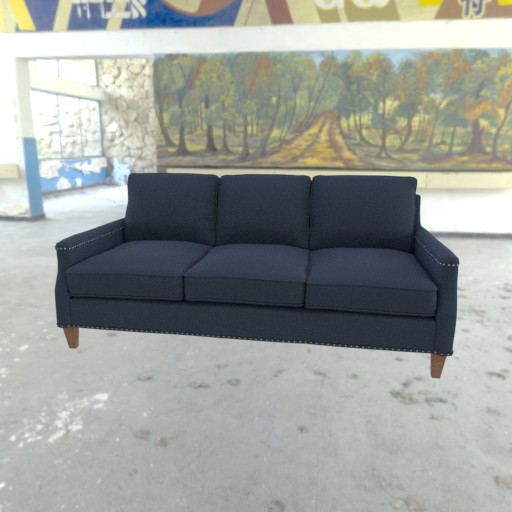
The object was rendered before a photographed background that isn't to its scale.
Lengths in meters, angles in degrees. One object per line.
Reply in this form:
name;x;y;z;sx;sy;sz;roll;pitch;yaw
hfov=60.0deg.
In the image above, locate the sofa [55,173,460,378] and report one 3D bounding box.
sofa;0.000;0.000;2.869;2.246;1.003;1.084;2;14;9
